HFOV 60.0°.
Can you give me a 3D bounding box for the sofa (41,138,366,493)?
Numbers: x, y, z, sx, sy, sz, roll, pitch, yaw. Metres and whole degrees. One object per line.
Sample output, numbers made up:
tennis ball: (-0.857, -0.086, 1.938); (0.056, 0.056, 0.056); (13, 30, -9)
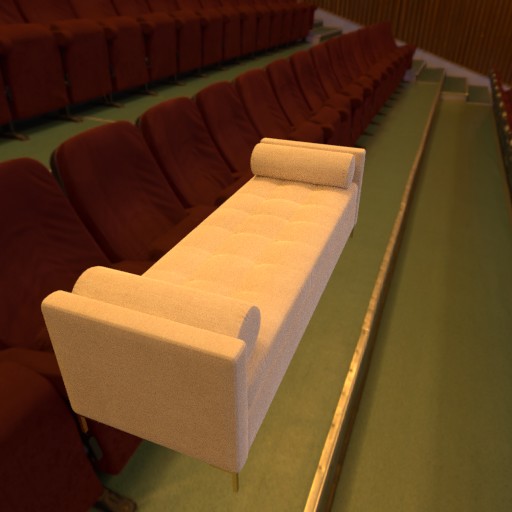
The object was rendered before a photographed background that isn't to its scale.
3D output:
sofa: (0.000, 0.000, 2.222); (0.686, 0.635, 1.981); (12, 33, 19)
